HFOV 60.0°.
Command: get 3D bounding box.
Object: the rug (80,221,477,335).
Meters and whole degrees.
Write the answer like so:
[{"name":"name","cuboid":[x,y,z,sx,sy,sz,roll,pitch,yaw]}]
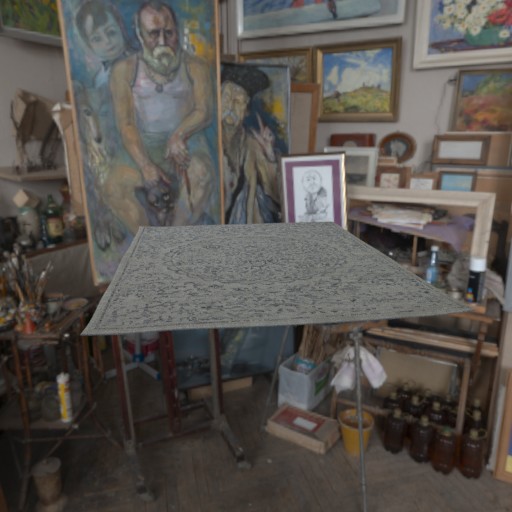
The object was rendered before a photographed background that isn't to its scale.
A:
[{"name":"rug","cuboid":[0.000,0.000,3.950,2.343,0.026,2.925,-2,16,-8]}]
